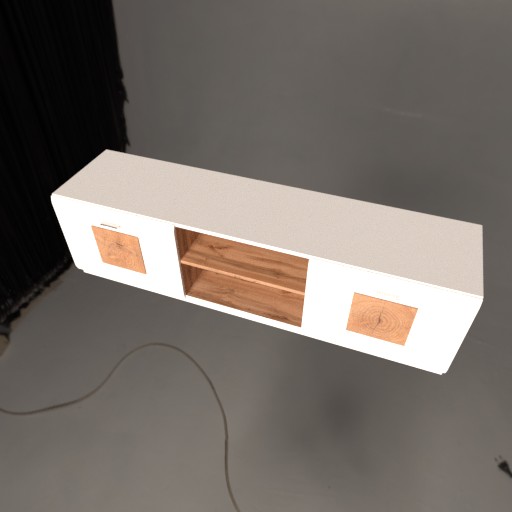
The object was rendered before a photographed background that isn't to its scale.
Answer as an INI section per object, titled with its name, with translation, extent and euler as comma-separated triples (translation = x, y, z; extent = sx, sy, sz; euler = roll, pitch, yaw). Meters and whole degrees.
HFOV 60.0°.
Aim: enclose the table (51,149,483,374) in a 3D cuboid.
[table]
translation = 0.000, 0.000, 1.766
extent = 1.550, 0.440, 0.400
euler = 14, 44, 15
